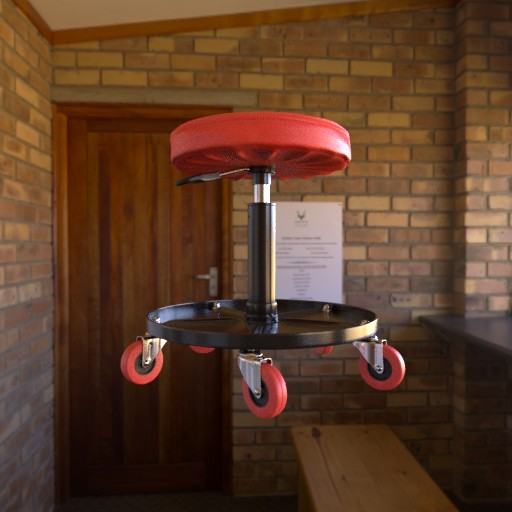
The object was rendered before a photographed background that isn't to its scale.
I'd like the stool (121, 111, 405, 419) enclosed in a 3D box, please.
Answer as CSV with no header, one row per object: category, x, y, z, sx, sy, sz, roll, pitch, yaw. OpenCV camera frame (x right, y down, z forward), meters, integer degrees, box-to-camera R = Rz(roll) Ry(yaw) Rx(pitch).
stool,0.000,0.000,0.682,0.382,0.365,0.381,-1,1,-35
